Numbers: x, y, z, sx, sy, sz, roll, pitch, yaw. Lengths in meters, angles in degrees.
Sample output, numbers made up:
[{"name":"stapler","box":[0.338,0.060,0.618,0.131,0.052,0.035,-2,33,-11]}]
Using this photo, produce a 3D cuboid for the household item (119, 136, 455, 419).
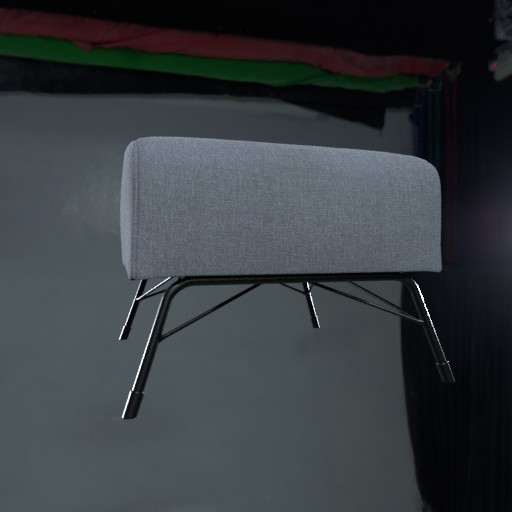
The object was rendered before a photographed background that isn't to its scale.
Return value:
[{"name":"household item","box":[0.000,0.000,0.900,0.530,0.410,0.530,0,1,-18]}]
